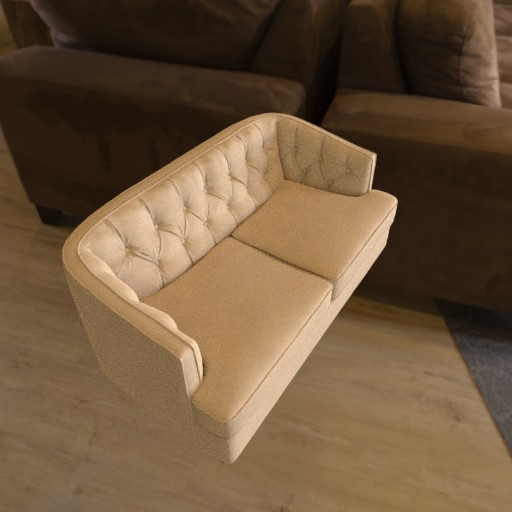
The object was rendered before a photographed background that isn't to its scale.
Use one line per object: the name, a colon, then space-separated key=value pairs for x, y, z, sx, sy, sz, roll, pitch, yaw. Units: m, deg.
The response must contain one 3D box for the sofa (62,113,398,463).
sofa: x=0.000 y=0.000 z=2.309 sx=0.940 sy=0.878 sz=1.731 roll=24 pitch=47 yaw=25
